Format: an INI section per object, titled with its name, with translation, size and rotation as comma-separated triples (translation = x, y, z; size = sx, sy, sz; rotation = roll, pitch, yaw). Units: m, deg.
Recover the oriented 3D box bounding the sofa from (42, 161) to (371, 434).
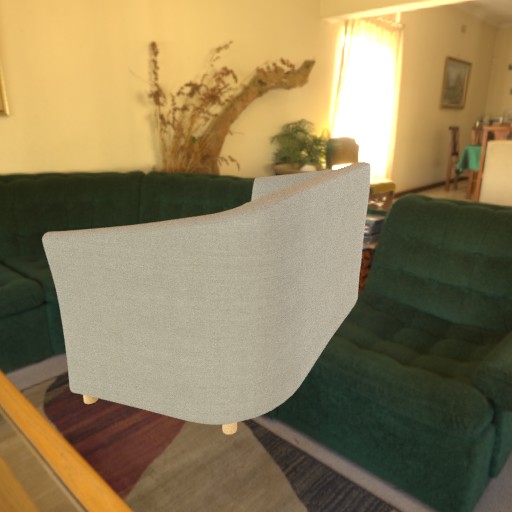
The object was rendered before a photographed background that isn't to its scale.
[sofa]
translation = 0.000, 0.000, 1.828
size = 0.705, 0.721, 1.452
rotation = 8, 19, 25
